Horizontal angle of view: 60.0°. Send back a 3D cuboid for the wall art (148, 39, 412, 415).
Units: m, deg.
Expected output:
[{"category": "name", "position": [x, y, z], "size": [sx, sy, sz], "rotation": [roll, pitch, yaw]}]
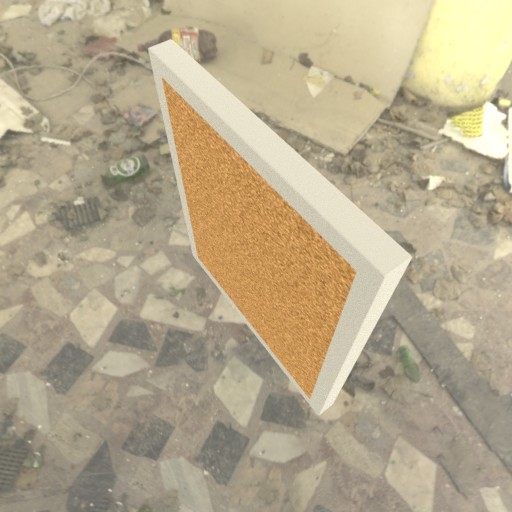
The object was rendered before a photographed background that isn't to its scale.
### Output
[{"category": "wall art", "position": [0.000, 0.000, 0.535], "size": [0.028, 0.381, 0.331], "rotation": [-32, 62, -19]}]
